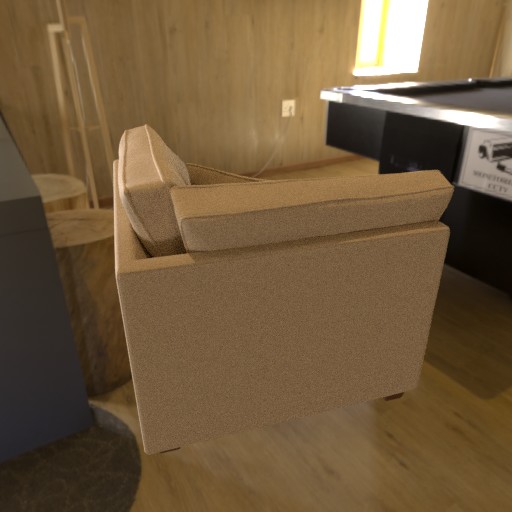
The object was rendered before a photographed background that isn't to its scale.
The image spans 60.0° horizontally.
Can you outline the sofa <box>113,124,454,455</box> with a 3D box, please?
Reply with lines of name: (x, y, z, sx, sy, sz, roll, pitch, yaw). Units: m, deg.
sofa: (0.000, 0.000, 1.827, 1.050, 0.937, 1.042, -7, 28, -14)
